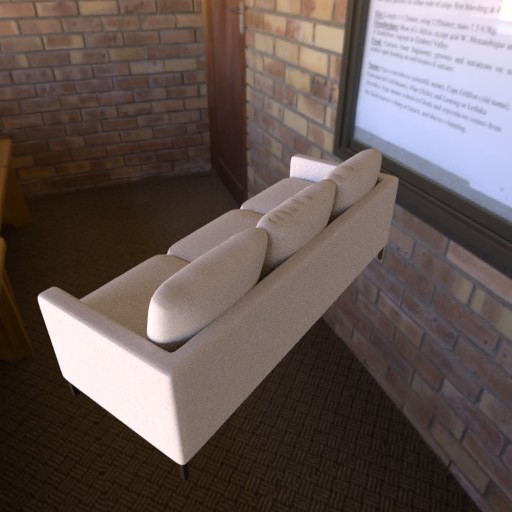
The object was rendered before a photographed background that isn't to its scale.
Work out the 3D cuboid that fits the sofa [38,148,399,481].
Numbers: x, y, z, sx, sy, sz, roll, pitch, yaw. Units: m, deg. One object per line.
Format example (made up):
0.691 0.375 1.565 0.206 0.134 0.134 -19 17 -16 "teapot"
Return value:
0.000 0.000 2.627 0.859 0.874 2.218 21 38 29 "sofa"
